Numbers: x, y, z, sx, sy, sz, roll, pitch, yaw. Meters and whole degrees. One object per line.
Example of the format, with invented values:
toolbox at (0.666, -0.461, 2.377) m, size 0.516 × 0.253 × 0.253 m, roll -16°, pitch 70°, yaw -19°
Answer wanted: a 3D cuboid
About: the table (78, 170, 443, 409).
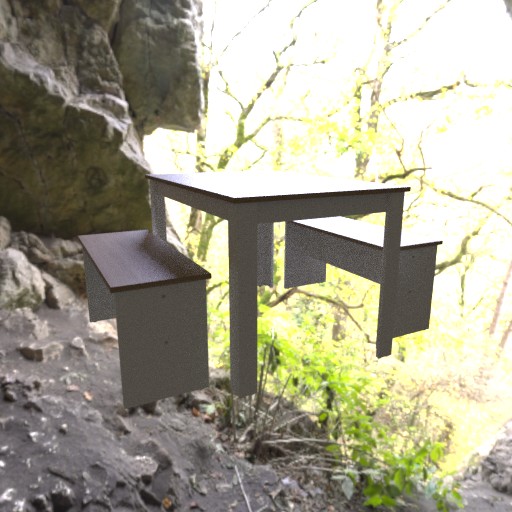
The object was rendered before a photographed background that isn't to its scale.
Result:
table at (0.000, 0.000, 2.057) m, size 1.443 × 0.700 × 1.100 m, roll -7°, pitch 16°, yaw -26°
